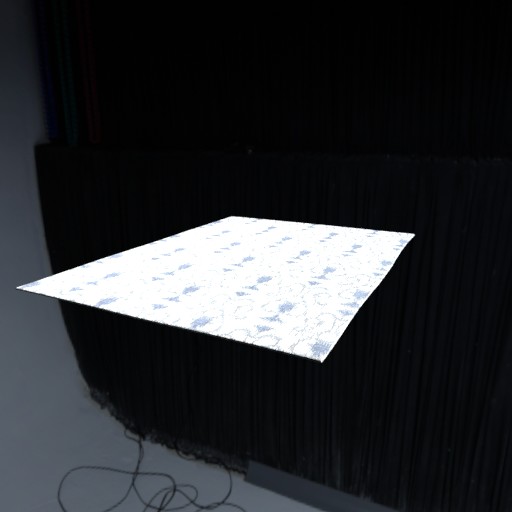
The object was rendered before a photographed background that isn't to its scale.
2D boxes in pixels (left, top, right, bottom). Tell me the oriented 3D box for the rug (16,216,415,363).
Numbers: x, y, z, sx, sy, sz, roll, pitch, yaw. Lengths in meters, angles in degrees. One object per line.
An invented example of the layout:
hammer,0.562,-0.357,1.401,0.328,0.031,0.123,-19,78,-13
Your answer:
rug,0.000,0.000,2.907,1.676,0.013,2.261,8,18,26
